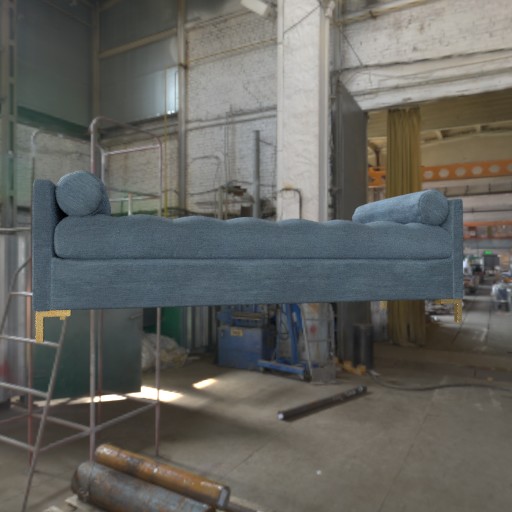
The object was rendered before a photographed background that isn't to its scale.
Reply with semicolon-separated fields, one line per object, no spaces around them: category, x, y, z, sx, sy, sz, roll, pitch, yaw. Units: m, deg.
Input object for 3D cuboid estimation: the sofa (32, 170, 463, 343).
sofa;0.000;0.000;2.414;2.102;0.705;0.796;0;-1;-16
